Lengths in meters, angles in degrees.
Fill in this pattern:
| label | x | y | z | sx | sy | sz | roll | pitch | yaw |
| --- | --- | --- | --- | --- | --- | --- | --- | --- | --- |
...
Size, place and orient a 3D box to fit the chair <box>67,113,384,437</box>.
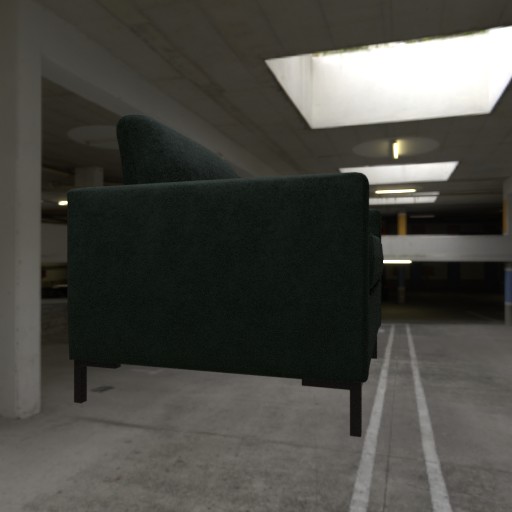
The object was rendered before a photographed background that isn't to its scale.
| label | x | y | z | sx | sy | sz | roll | pitch | yaw |
| --- | --- | --- | --- | --- | --- | --- | --- | --- | --- |
| chair | 0.000 | 0.000 | 1.588 | 0.866 | 0.861 | 0.963 | 0 | 0 | 18 |
